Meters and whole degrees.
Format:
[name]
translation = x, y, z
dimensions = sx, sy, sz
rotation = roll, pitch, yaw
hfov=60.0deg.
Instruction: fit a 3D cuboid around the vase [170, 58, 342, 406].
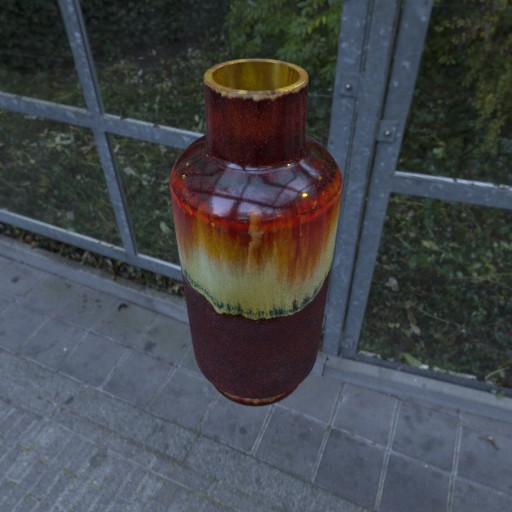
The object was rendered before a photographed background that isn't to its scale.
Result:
[vase]
translation = 0.000, 0.000, 0.327
dimensions = 0.111, 0.261, 0.111
rotation = 0, 40, 0
